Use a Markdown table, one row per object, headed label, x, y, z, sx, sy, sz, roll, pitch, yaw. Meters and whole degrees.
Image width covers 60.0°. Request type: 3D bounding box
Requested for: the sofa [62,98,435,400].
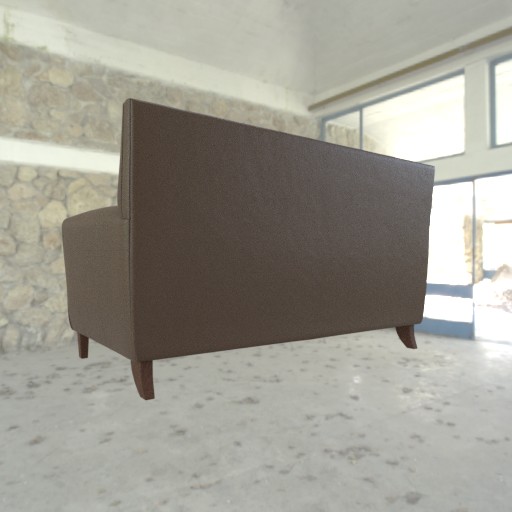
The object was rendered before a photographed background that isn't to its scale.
| label | x | y | z | sx | sy | sz | roll | pitch | yaw |
| --- | --- | --- | --- | --- | --- | --- | --- | --- | --- |
| sofa | 0.000 | 0.000 | 1.979 | 1.468 | 0.859 | 0.853 | 1 | -1 | -36 |
